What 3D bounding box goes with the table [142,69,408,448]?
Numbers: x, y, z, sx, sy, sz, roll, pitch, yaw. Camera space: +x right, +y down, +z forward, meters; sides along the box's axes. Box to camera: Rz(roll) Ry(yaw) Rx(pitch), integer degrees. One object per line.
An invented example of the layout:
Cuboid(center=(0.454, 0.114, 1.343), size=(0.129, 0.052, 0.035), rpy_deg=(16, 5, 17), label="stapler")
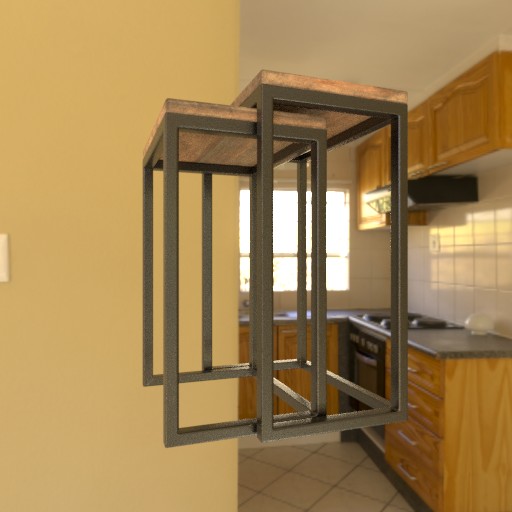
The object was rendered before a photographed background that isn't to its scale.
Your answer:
Cuboid(center=(0.000, 0.000, 0.964), size=(0.460, 0.615, 0.456), rpy_deg=(0, 0, -17), label="table")
